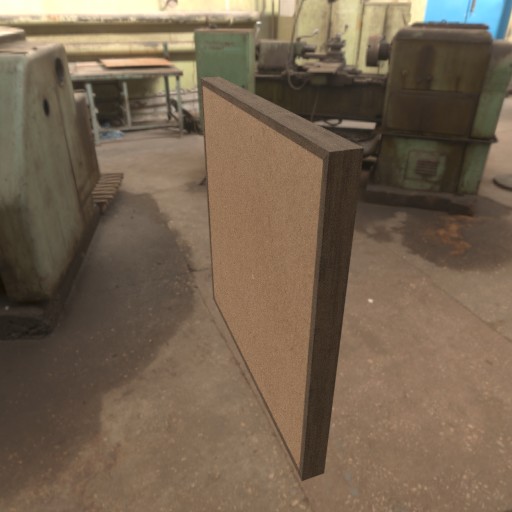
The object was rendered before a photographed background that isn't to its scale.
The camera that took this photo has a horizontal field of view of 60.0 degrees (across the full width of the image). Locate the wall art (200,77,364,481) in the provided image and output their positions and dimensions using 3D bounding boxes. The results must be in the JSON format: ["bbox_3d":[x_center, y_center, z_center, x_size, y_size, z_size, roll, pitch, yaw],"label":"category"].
[{"bbox_3d":[0.000,0.000,0.759,0.038,0.508,0.508,-10,31,-17],"label":"wall art"}]
